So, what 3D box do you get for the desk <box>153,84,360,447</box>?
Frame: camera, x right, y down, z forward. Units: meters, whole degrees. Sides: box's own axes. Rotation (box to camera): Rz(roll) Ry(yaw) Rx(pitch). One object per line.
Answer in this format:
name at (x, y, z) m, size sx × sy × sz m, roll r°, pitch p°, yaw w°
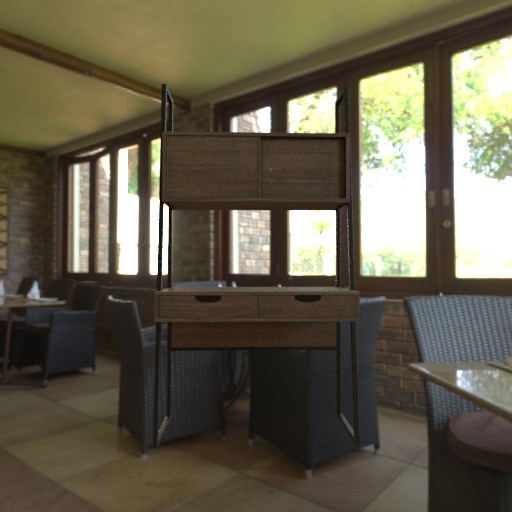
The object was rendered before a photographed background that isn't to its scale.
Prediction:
desk at (0.000, 0.000, 2.284) m, size 0.982 × 1.809 × 0.515 m, roll 0°, pitch -2°, yaw -2°
